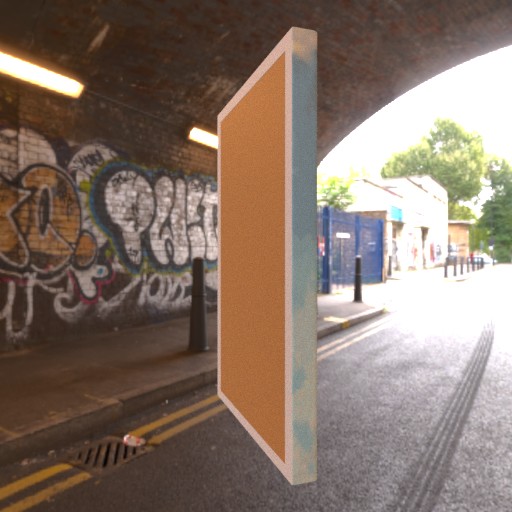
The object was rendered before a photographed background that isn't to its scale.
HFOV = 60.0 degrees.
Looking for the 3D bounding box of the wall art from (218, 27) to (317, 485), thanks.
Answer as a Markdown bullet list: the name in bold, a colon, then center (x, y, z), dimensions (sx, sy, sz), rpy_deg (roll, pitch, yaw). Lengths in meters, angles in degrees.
- **wall art**: center (0.000, 0.000, 0.782), dimensions (0.038, 0.610, 0.401), rpy_deg (0, 0, -19)
